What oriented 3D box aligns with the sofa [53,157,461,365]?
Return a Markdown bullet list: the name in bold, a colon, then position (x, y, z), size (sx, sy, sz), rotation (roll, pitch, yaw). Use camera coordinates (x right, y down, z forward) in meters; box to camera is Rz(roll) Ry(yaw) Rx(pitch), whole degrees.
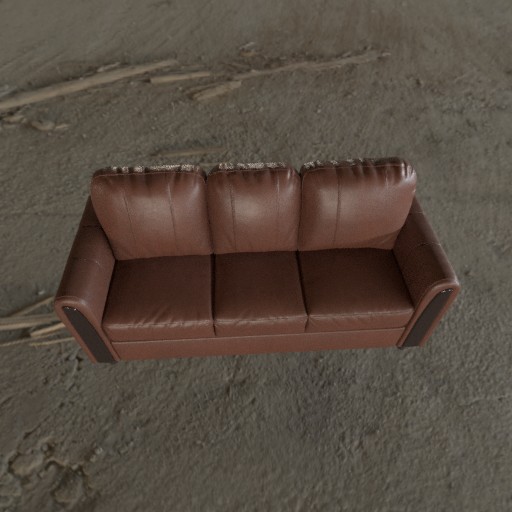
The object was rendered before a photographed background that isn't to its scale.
- **sofa**: position (0.000, 0.000, 2.355), size (1.862, 0.915, 0.802), rotation (-2, 46, -2)
